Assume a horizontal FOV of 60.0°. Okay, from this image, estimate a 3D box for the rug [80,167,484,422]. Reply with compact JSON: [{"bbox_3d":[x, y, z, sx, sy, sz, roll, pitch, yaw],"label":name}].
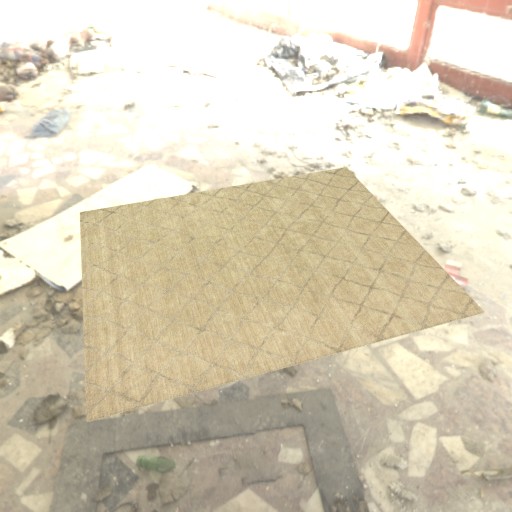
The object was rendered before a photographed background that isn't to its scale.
[{"bbox_3d":[0.000,0.000,4.044,3.038,0.019,2.420,-12,42,-13],"label":"rug"}]
